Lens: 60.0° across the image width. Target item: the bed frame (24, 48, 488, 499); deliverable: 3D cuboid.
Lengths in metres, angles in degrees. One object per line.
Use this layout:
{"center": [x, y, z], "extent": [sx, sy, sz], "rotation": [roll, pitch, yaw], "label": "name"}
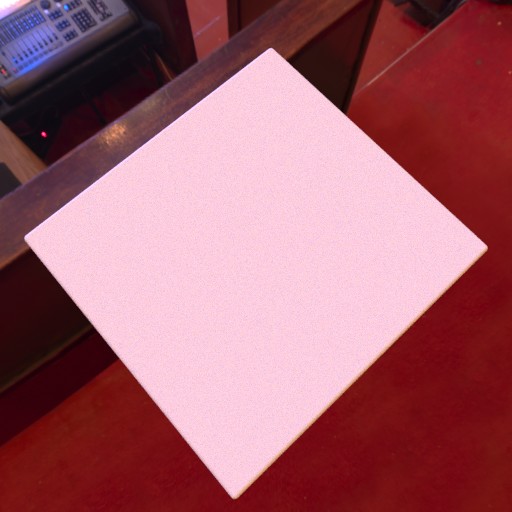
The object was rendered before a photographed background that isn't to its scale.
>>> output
{"center": [0.000, 0.000, 2.999], "extent": [2.079, 0.659, 1.963], "rotation": [-41, 79, -10], "label": "bed frame"}
